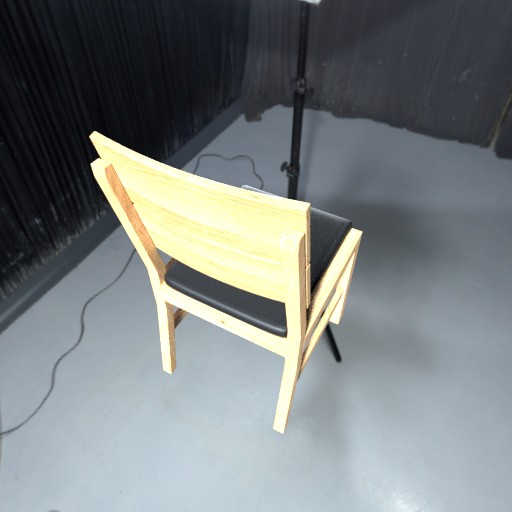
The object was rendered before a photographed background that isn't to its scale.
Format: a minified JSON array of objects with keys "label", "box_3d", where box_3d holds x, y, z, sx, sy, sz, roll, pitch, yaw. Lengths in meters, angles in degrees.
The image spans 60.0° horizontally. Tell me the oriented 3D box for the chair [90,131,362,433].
[{"label":"chair","box_3d":[0.000,0.000,1.311,0.475,0.950,0.569,22,50,19]}]
